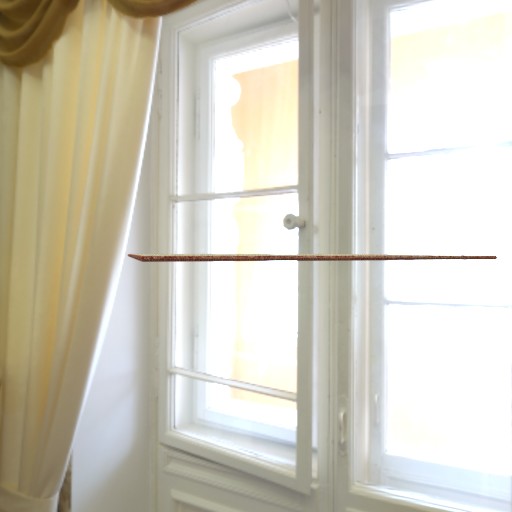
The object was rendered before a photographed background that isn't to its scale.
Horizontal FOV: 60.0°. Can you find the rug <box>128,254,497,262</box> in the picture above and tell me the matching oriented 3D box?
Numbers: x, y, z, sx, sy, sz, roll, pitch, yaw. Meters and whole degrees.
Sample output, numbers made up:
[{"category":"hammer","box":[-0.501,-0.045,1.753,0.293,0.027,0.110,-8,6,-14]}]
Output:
[{"category":"rug","box":[0.000,0.000,2.253,1.219,0.016,1.829,0,0,-17]}]
